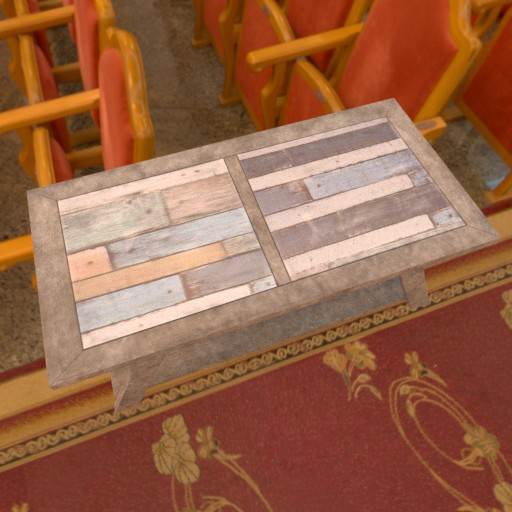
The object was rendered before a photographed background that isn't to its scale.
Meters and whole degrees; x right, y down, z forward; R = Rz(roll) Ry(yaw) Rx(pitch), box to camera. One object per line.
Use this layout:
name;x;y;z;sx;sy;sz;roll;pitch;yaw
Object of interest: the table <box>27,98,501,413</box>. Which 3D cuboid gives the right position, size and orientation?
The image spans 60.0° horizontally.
table;0.000;0.000;1.464;1.219;0.470;0.610;-17;60;-10
